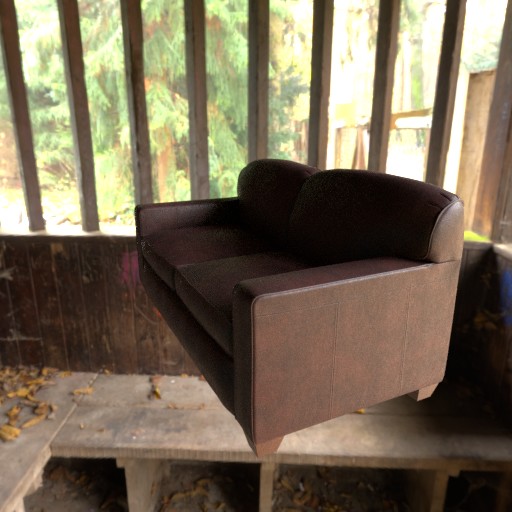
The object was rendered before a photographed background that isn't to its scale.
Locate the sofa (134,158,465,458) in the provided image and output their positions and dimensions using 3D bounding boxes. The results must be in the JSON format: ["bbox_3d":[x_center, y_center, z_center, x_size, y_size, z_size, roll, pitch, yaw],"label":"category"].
[{"bbox_3d":[0.000,0.000,2.425,1.000,0.966,1.856,-8,19,-25],"label":"sofa"}]
